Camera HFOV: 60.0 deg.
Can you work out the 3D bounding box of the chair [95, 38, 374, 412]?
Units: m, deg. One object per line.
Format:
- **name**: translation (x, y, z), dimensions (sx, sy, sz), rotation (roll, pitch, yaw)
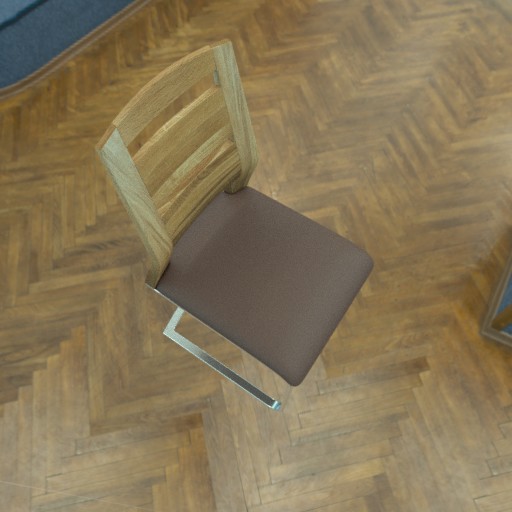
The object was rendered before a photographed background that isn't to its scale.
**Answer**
- **chair**: translation (0.000, 0.000, 1.248), dimensions (0.570, 0.970, 0.460), rotation (30, 63, 17)
